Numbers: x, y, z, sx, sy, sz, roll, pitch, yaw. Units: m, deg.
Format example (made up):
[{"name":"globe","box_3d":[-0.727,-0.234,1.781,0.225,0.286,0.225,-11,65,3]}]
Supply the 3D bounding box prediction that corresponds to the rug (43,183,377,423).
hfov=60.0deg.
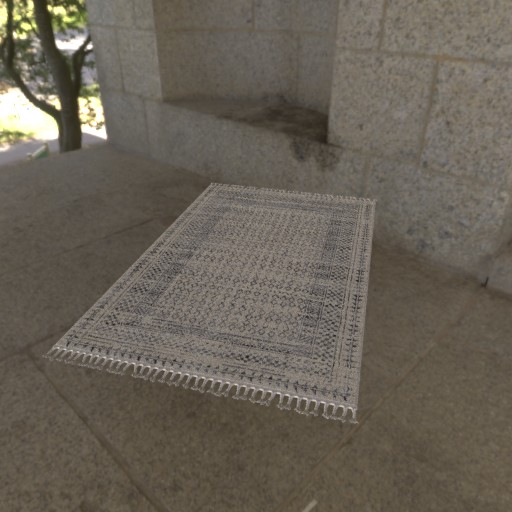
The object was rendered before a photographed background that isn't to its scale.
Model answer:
[{"name":"rug","box_3d":[0.000,0.000,3.048,1.548,0.013,2.486,8,31,13]}]
